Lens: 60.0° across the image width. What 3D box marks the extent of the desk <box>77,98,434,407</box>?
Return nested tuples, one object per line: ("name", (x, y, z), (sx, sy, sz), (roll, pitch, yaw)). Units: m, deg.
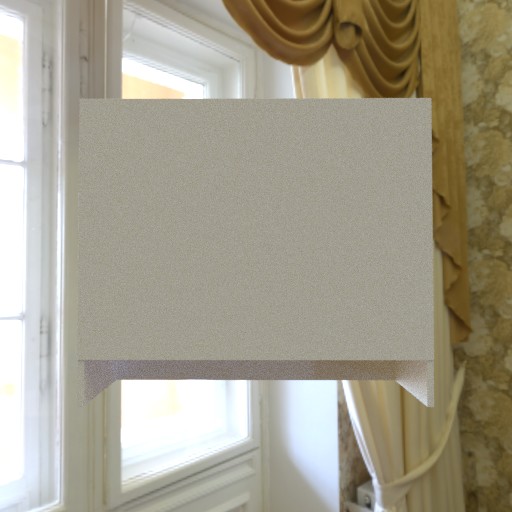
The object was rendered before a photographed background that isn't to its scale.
("desk", (0.000, 0.000, 1.636), (0.940, 0.818, 0.926), (0, -2, 0))
